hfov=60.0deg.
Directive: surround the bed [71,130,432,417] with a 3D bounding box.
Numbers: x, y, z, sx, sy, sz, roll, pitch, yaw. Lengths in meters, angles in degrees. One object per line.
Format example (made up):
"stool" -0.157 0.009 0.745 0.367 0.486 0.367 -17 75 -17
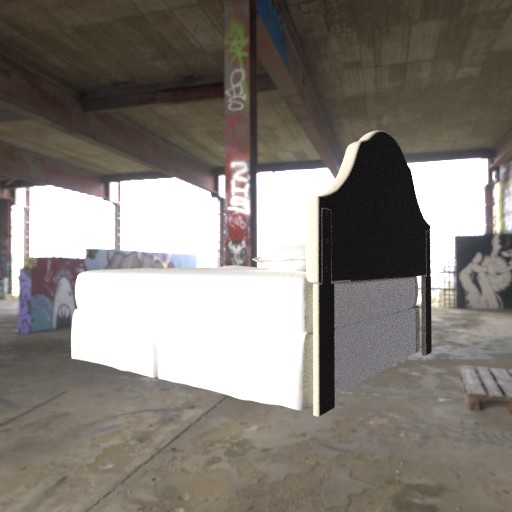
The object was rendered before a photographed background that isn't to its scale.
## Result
"bed" 0.000 0.000 3.598 2.214 1.615 2.008 -1 -1 37
